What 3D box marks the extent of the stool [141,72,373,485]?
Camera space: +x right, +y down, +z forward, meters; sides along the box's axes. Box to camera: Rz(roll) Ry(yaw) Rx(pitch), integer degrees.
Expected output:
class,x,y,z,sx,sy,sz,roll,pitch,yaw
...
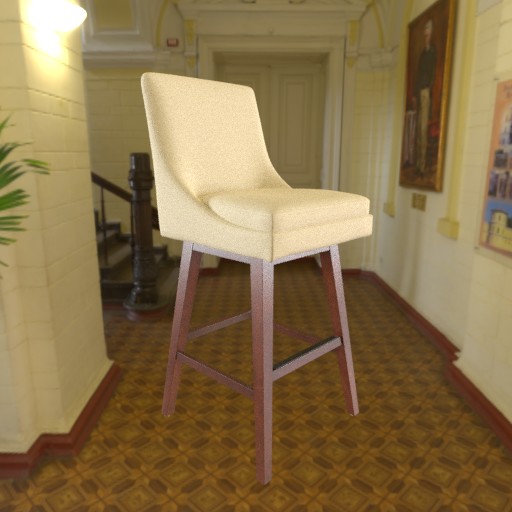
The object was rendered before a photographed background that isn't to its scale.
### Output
class,x,y,z,sx,sy,sz,roll,pitch,yaw
stool,0.000,0.000,1.391,0.559,1.097,0.470,12,18,43
